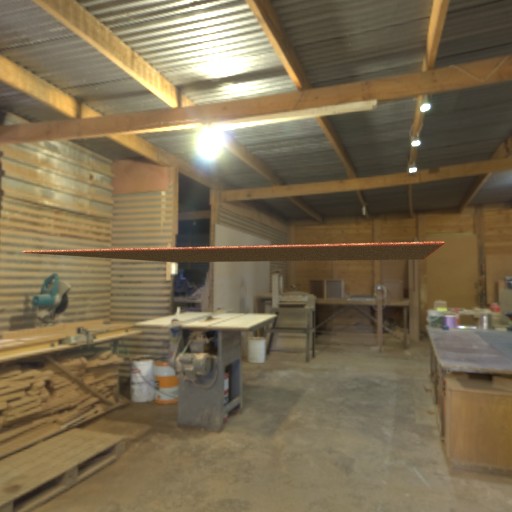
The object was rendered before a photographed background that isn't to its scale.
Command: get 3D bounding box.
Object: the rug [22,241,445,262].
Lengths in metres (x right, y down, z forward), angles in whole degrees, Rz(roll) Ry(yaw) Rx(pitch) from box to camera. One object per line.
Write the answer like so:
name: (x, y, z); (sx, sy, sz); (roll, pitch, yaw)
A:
rug: (0.000, 0.000, 4.139); (3.050, 0.016, 2.441); (-1, -3, 18)
